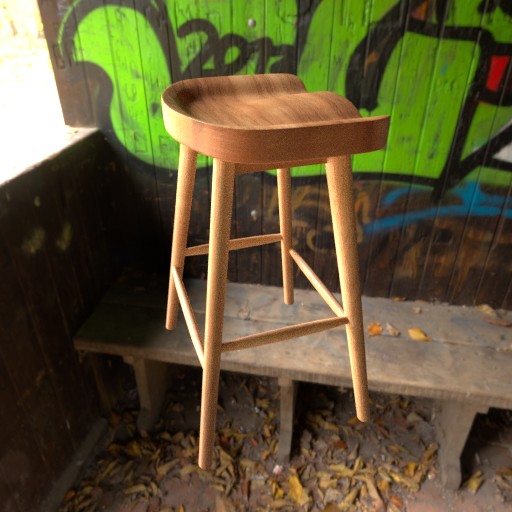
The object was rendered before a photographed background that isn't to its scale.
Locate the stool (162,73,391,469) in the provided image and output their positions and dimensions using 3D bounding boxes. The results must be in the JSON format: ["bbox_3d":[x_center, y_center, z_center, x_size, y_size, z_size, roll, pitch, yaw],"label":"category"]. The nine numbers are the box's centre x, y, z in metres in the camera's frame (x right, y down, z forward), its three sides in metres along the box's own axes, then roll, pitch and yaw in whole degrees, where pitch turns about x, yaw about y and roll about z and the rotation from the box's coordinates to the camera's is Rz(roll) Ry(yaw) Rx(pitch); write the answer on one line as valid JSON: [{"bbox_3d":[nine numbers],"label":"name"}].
[{"bbox_3d":[0.000,0.000,0.886,0.361,0.615,0.440,-10,33,-16],"label":"stool"}]
